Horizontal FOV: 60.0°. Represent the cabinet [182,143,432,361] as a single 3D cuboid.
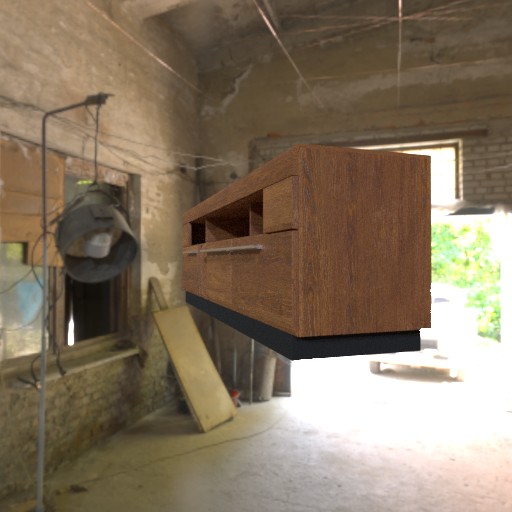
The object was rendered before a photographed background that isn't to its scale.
[{"bbox_3d":[0.000,0.000,1.833,0.419,0.510,1.600,0,0,-18],"label":"cabinet"}]
